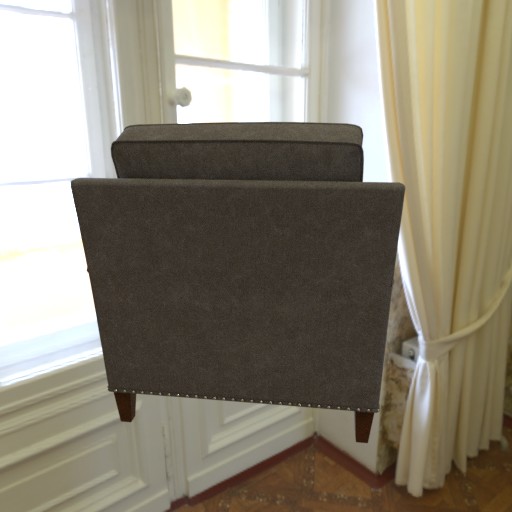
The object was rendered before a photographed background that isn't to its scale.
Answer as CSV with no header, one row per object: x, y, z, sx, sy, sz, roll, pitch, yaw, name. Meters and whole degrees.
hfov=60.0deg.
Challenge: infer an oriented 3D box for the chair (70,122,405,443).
0.000,0.000,1.657,0.853,0.948,1.014,2,16,7,chair
